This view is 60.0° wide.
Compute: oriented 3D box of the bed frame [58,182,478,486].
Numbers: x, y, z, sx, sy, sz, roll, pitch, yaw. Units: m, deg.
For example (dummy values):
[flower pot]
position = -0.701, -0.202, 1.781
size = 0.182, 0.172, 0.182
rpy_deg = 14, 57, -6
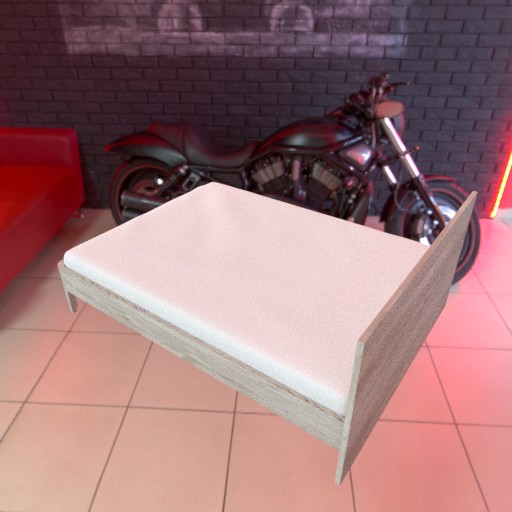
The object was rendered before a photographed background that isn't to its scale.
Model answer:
[bed frame]
position = 0.000, 0.000, 2.640
size = 1.950, 0.800, 1.490
rpy_deg = 21, 38, 30
